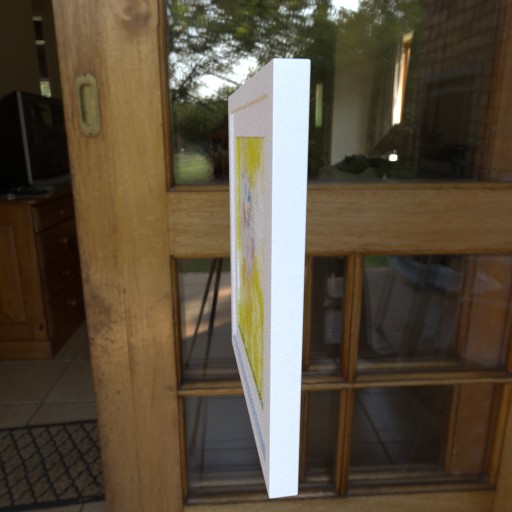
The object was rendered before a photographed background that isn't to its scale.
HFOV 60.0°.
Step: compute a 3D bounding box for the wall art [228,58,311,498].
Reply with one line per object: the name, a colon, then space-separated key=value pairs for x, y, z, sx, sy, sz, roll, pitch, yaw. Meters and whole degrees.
wall art: x=0.000 y=0.000 z=0.524 sx=0.028 sy=0.381 sz=0.331 roll=-2 pitch=15 yaw=-9
